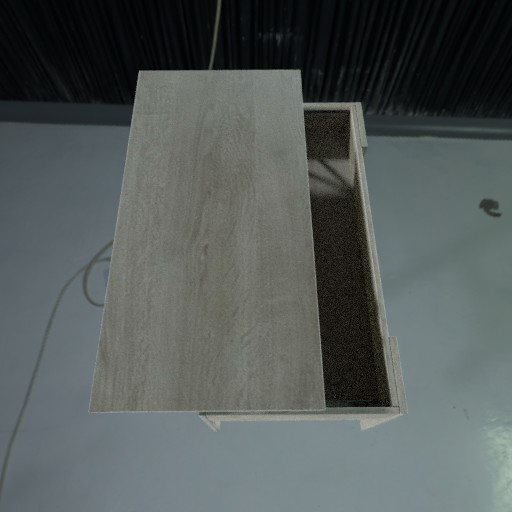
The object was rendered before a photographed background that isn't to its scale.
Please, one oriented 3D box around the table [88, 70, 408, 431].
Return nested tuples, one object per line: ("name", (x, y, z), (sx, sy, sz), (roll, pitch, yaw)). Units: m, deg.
("table", (0.000, 0.000, 1.403), (0.711, 0.570, 1.000), (0, 64, 0))
